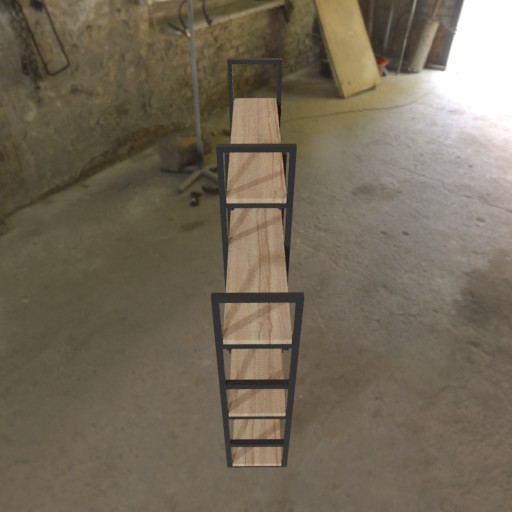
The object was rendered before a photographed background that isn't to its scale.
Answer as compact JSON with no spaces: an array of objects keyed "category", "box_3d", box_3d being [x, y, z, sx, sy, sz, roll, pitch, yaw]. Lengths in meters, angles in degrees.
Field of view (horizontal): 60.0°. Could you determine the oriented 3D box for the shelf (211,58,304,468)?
[{"category":"shelf","box_3d":[0.000,0.000,1.418,0.183,0.921,0.946,0,41,0]}]
